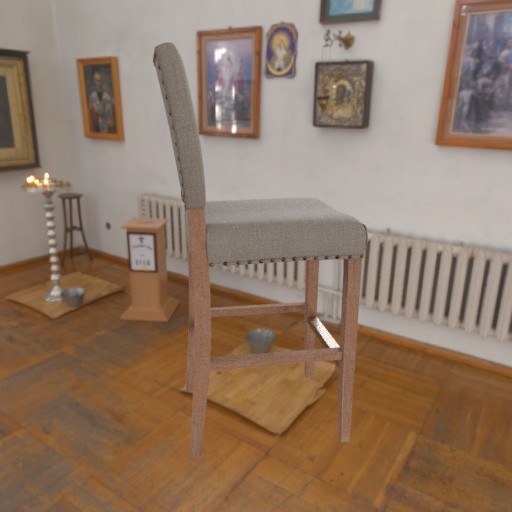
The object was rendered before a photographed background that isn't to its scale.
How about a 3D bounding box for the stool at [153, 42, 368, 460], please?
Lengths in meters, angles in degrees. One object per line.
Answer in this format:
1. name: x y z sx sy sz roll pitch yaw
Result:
1. stool: 0.000 0.000 1.460 0.585 1.203 0.445 -3 17 -10
